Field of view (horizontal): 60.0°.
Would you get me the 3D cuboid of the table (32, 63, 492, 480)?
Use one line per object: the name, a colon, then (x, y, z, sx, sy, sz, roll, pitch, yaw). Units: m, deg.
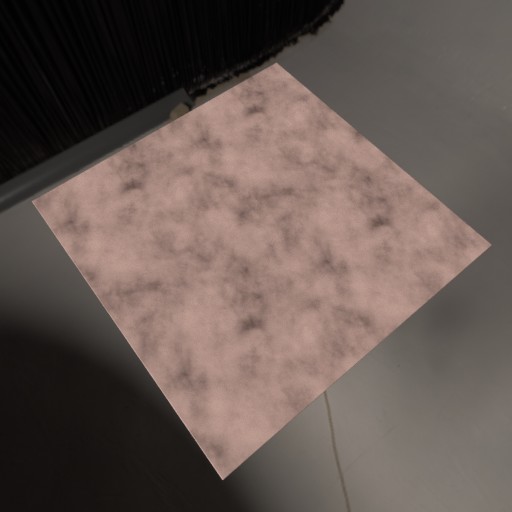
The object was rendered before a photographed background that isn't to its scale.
table: (0.000, 0.000, 1.043, 0.670, 0.305, 0.670, -36, 68, -16)
